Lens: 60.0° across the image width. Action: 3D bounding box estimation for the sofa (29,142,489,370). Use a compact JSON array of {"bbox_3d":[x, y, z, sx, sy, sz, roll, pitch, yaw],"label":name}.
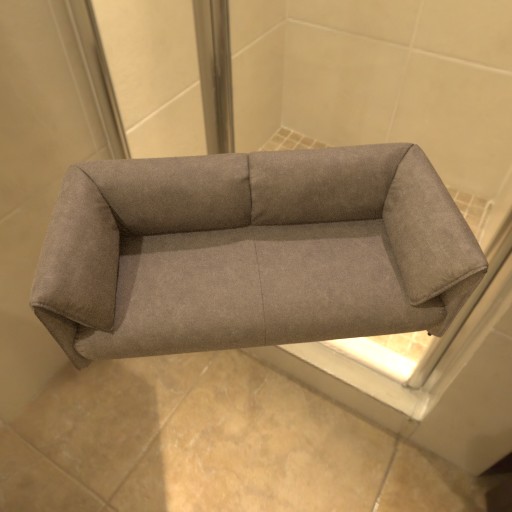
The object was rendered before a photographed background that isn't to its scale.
[{"bbox_3d":[0.000,0.000,2.275,1.878,0.747,0.905,-4,49,-4],"label":"sofa"}]
